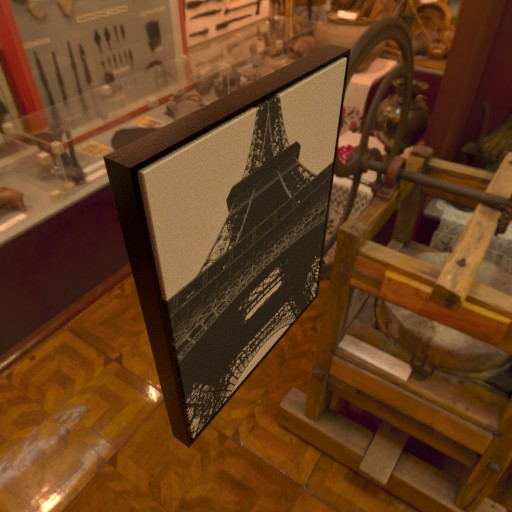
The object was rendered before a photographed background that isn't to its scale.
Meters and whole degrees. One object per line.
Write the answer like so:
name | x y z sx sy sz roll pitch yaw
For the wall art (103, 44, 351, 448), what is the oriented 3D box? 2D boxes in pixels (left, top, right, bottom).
wall art | 0.000 0.000 0.738 0.039 0.553 0.451 25 47 26
